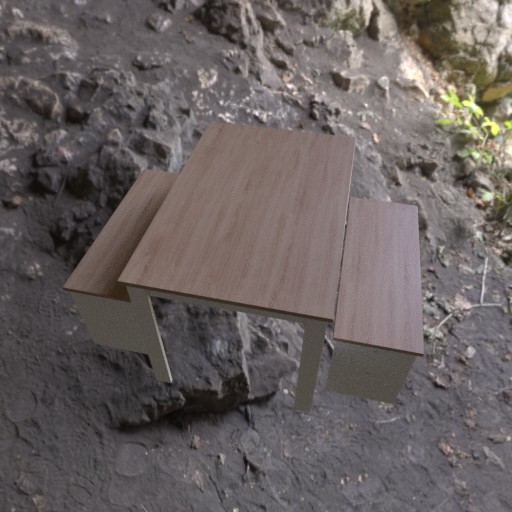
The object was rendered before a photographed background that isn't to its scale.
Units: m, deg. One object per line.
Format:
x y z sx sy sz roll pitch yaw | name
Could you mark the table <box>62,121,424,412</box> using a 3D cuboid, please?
0.000 0.000 2.069 1.443 0.700 1.100 9 47 9 | table
